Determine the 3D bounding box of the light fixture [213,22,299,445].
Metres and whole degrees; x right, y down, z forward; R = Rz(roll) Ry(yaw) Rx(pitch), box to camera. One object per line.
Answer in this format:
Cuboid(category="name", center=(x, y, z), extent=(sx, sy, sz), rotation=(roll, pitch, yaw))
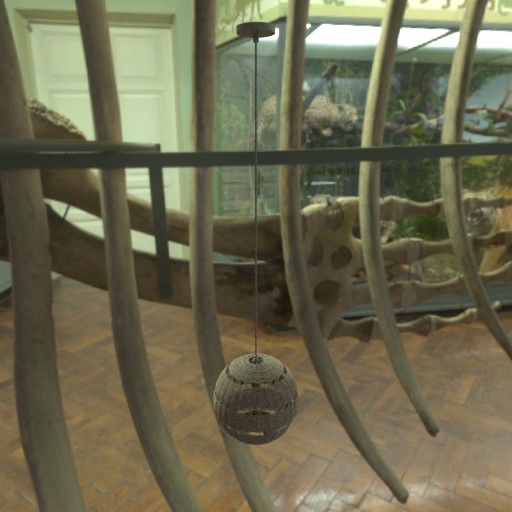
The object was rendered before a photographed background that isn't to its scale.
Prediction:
Cuboid(category="light fixture", center=(0.000, 0.000, 2.149), extent=(0.457, 2.019, 0.457), rotation=(-3, 16, -10))
